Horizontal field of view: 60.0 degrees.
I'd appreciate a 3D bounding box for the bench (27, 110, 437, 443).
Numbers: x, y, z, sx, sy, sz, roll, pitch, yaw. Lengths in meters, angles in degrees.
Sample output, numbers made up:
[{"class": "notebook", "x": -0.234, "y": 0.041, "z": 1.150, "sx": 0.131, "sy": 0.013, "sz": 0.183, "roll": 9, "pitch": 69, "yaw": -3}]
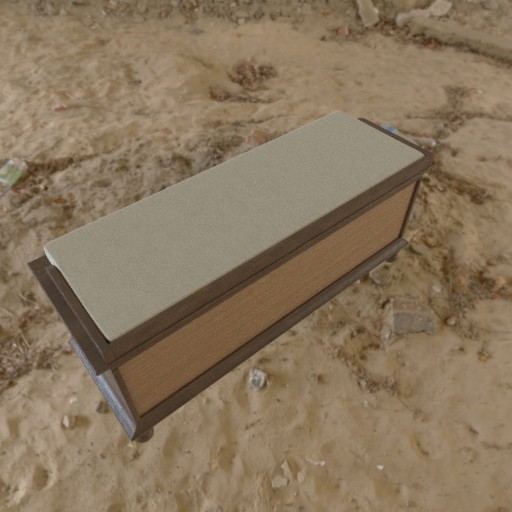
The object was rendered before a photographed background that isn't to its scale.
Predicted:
[{"class": "bench", "x": 0.000, "y": 0.000, "z": 1.428, "sx": 1.185, "sy": 0.501, "sz": 0.402, "roll": -31, "pitch": 54, "yaw": -26}]
